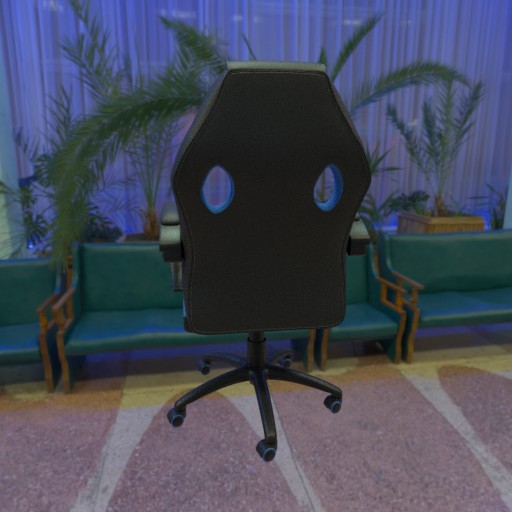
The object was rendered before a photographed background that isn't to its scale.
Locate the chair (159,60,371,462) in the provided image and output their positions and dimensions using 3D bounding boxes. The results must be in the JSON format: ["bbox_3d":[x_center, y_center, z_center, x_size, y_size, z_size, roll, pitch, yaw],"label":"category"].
[{"bbox_3d":[0.000,0.000,1.584,0.673,1.187,0.724,-2,14,-8],"label":"chair"}]
